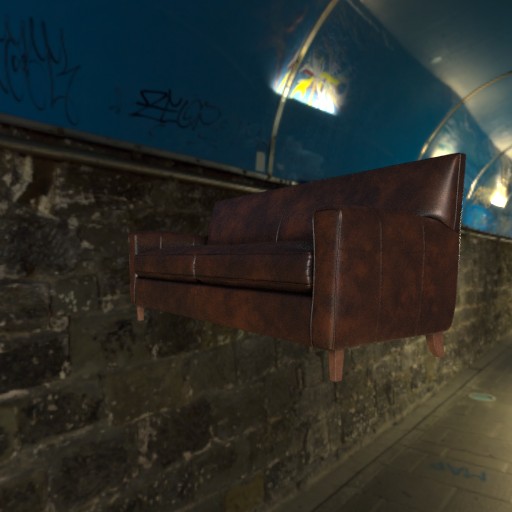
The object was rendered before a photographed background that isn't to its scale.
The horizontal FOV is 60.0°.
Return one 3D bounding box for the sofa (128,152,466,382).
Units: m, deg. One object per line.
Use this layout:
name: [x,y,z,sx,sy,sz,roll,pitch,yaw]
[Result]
sofa: [0.000,0.000,2.463,0.786,0.871,1.995,0,0,-36]
